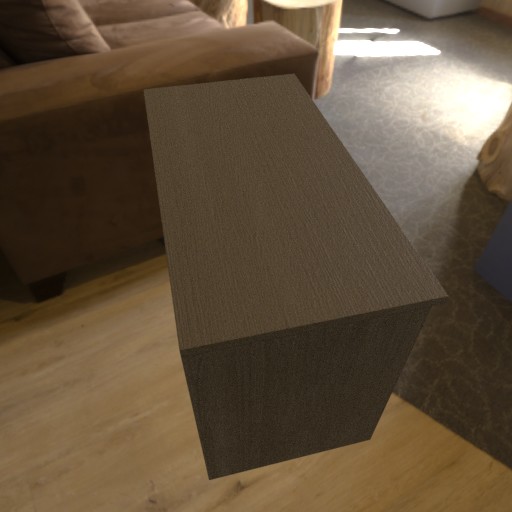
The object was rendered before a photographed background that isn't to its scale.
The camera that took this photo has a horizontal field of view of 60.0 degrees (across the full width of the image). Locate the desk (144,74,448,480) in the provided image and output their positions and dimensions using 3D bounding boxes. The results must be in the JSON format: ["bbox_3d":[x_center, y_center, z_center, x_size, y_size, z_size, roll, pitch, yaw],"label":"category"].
[{"bbox_3d":[0.000,0.000,1.507,0.557,0.729,1.099,-10,47,-9],"label":"desk"}]
